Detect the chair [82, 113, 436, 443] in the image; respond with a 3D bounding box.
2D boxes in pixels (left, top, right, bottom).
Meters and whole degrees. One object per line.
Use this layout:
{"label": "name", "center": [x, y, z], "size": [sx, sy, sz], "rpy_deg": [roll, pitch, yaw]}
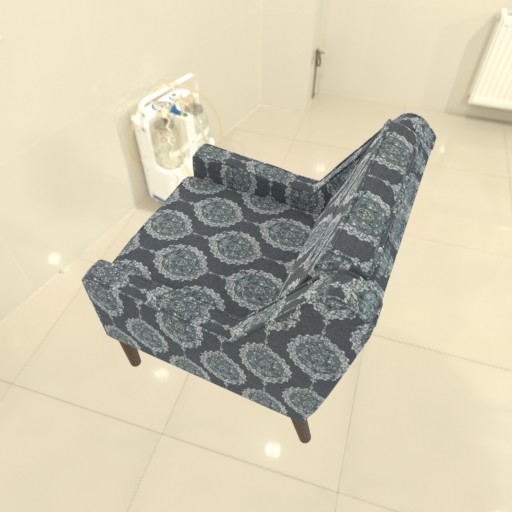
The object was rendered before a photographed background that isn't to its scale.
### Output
{"label": "chair", "center": [0.000, 0.000, 1.299], "size": [0.743, 0.792, 0.663], "rpy_deg": [19, 51, 16]}
